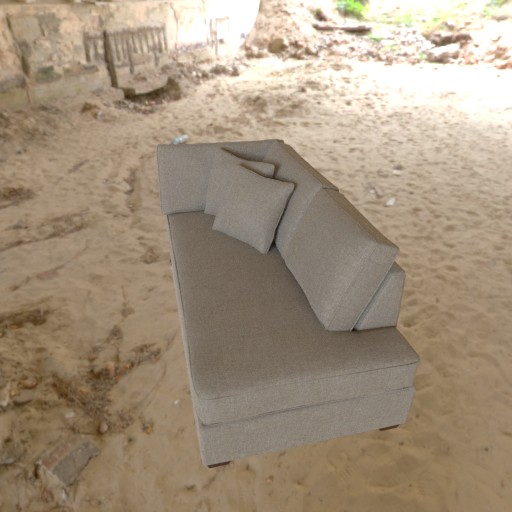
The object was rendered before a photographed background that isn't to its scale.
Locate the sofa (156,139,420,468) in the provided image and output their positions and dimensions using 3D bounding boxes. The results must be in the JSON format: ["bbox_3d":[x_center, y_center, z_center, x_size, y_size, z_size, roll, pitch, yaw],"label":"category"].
[{"bbox_3d":[0.000,0.000,2.862,1.110,1.019,2.238,-7,31,-12],"label":"sofa"}]
